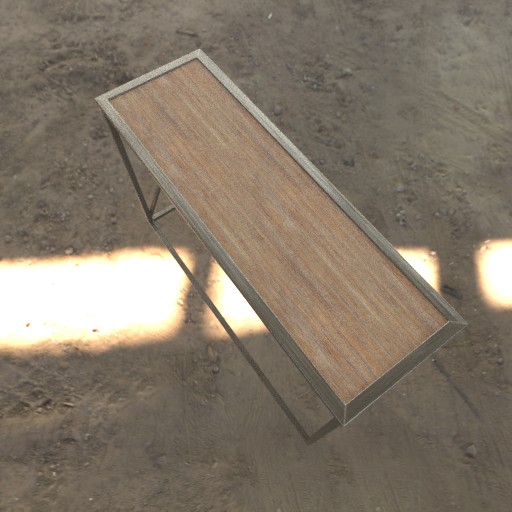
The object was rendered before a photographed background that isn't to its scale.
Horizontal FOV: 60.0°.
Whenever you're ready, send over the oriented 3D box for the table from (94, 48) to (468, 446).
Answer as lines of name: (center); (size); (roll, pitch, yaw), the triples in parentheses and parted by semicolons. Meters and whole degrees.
table: (0.000, 0.000, 1.584); (0.402, 0.753, 1.216); (-33, 68, -15)
